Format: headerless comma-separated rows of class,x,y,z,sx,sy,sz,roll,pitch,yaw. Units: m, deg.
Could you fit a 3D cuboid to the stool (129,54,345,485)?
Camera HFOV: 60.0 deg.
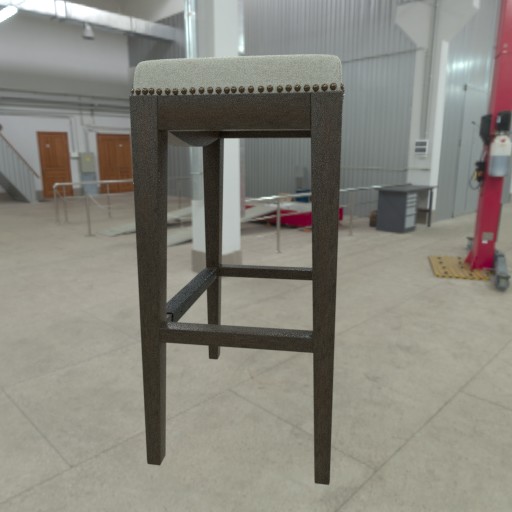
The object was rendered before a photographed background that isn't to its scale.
stool,0.000,0.000,1.006,0.358,0.759,0.498,2,13,9
